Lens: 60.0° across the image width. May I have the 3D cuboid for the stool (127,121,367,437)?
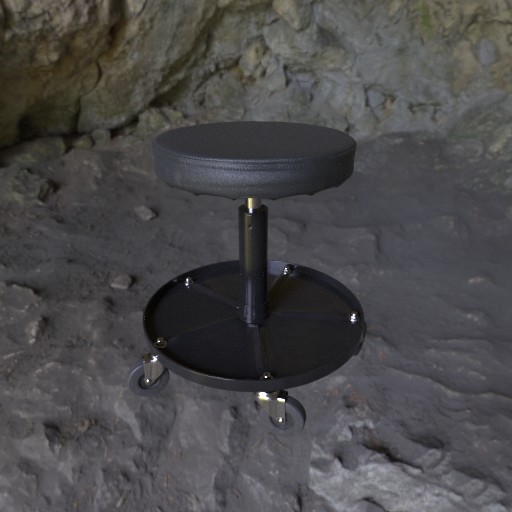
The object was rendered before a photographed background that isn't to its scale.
[{"bbox_3d":[0.000,0.000,0.681,0.381,0.365,0.382,0,26,0],"label":"stool"}]
